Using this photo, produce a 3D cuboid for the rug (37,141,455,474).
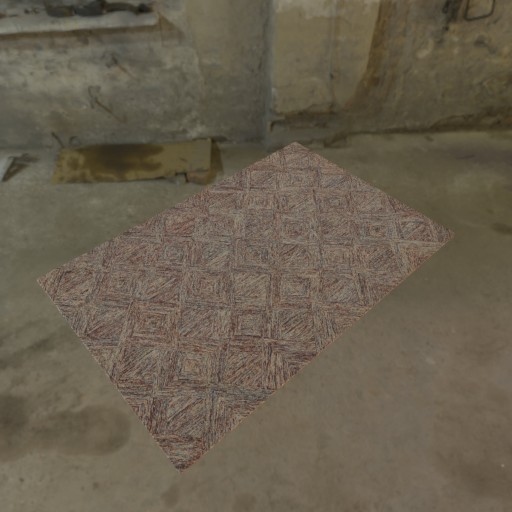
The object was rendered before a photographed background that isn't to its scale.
[{"bbox_3d":[0.000,0.000,2.878,2.285,0.019,1.523,-33,55,-27],"label":"rug"}]
